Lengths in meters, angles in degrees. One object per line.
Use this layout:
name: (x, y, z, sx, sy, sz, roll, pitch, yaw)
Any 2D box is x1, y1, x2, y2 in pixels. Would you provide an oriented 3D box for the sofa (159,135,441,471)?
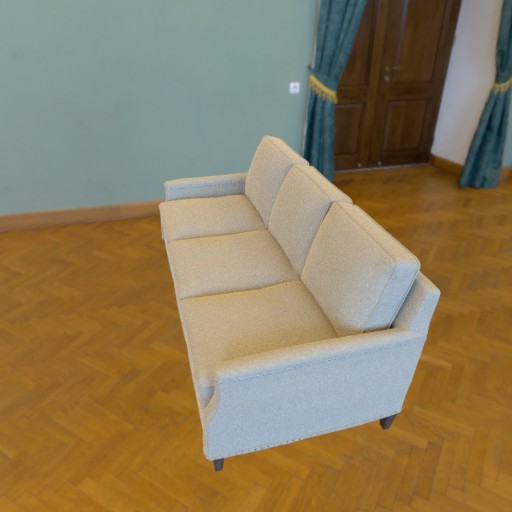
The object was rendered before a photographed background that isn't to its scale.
sofa: (0.000, 0.000, 2.849, 1.084, 1.003, 2.246, -8, 31, -13)
